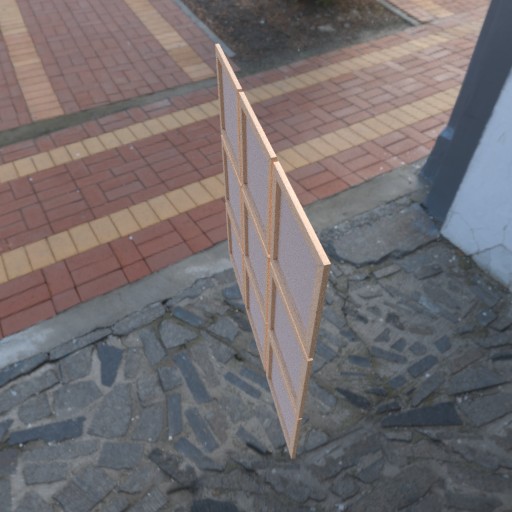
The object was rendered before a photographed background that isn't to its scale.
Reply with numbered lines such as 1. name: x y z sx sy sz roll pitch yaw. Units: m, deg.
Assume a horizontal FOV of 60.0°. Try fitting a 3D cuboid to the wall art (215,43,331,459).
1. wall art: 0.000 0.000 1.799 0.016 1.207 1.217 -11 48 -10
